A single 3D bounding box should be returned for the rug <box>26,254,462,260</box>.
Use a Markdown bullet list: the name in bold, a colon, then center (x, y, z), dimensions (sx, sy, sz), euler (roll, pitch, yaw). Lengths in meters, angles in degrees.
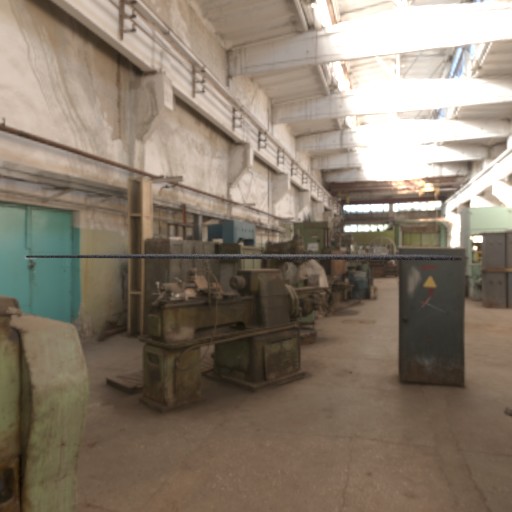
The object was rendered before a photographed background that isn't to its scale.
- **rug**: center (0.000, 0.000, 2.201), dimensions (1.754, 0.010, 1.139), euler (0, 1, 19)
